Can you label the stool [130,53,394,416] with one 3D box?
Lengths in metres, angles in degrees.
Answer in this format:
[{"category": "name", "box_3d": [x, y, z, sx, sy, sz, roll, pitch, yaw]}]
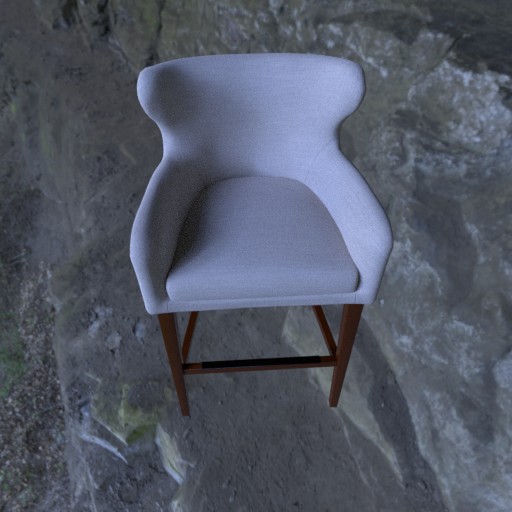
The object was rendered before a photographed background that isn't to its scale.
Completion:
[{"category": "stool", "box_3d": [0.000, 0.000, 1.330, 0.556, 1.034, 0.563, -3, 47, -2]}]
